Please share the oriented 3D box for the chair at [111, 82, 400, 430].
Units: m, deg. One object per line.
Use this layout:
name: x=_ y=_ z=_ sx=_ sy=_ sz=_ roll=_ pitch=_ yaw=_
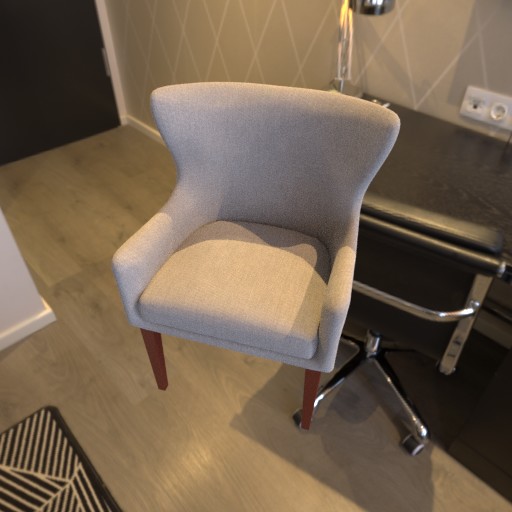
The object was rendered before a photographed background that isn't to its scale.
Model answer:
chair: x=0.000 y=0.000 z=1.471 sx=0.732 sy=0.948 sz=0.677 roll=11 pitch=42 yaw=12
